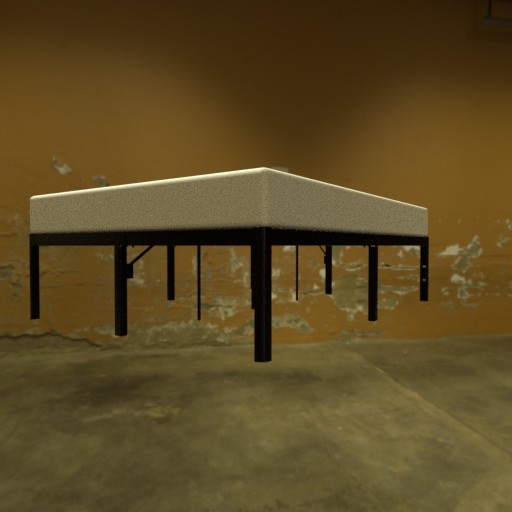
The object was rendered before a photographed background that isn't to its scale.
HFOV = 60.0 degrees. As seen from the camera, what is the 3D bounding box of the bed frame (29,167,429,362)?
[{"bbox_3d":[0.000,0.000,2.754,1.557,0.659,2.072,1,2,36],"label":"bed frame"}]
